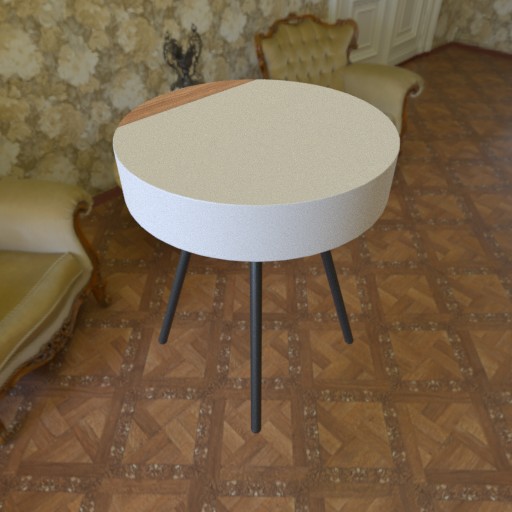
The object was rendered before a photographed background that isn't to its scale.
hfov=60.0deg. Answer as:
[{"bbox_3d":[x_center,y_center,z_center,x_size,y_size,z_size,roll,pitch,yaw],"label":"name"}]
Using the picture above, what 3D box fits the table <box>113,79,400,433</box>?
[{"bbox_3d":[0.000,0.000,0.857,0.450,0.525,0.450,0,40,0],"label":"table"}]
